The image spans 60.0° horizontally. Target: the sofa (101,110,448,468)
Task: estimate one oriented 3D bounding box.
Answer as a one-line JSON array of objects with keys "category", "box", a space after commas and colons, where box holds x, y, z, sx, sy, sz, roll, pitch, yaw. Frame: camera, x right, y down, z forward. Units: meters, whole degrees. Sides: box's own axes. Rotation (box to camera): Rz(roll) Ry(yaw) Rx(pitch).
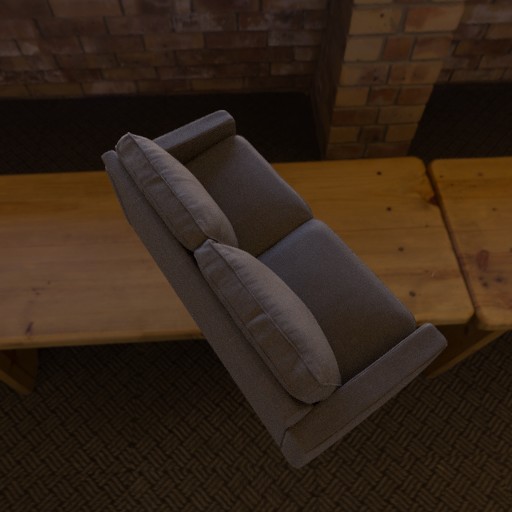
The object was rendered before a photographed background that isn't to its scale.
[{"category": "sofa", "box": [0.000, 0.000, 2.590, 0.940, 0.919, 2.080, -31, 63, -17]}]
